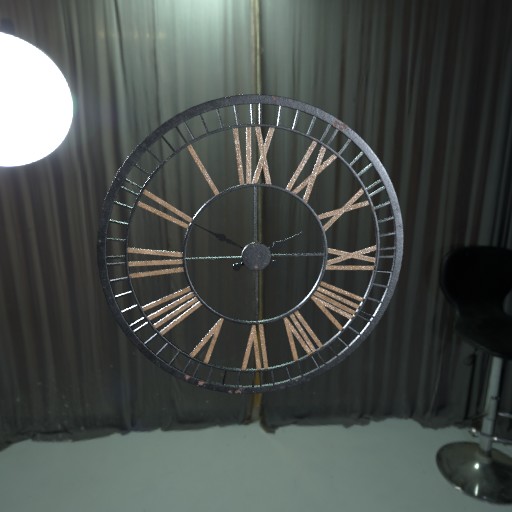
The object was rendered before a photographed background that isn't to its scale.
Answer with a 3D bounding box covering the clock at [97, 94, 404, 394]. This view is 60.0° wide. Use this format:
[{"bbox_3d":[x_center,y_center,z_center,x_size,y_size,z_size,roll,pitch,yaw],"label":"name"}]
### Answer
[{"bbox_3d":[0.000,0.000,1.227,0.843,0.843,0.025,-2,15,-7],"label":"clock"}]
